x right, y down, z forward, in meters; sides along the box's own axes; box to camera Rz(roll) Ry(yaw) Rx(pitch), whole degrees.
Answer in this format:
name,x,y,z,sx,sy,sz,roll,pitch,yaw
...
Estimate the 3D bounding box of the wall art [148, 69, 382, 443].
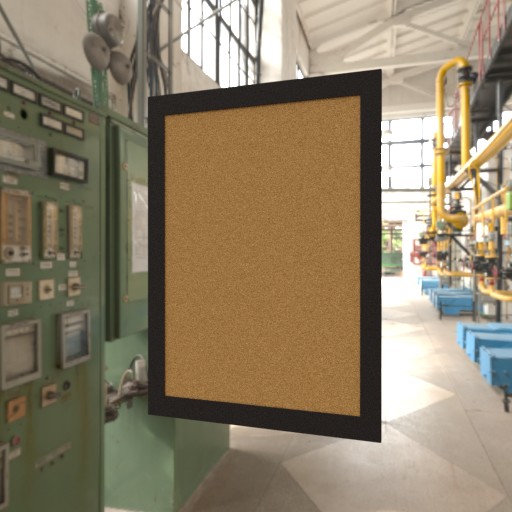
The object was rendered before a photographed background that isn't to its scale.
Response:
name,x,y,z,sx,sy,sz,roll,pitch,yaw
wall art,0.000,0.000,0.686,0.374,0.529,0.012,0,0,17
